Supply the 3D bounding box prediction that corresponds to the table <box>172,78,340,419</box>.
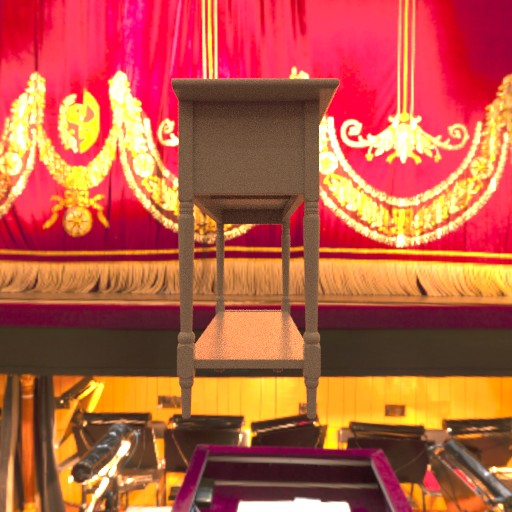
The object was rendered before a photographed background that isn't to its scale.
[{"bbox_3d":[0.000,0.000,1.601,0.384,0.808,1.197,0,0,0],"label":"table"}]
